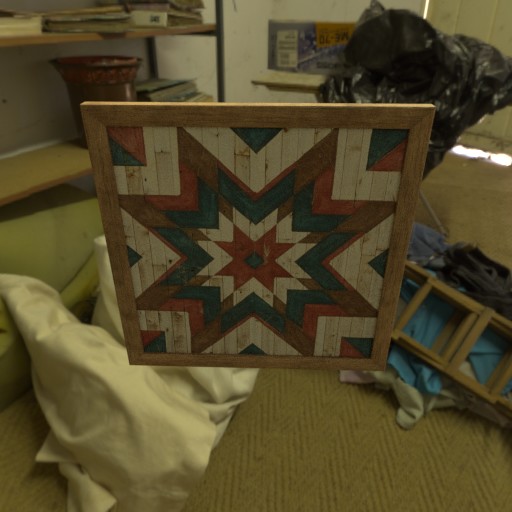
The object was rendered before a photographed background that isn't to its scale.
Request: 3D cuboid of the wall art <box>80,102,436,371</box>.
[{"bbox_3d":[0.000,0.000,1.047,0.695,0.691,0.029,1,30,2],"label":"wall art"}]
